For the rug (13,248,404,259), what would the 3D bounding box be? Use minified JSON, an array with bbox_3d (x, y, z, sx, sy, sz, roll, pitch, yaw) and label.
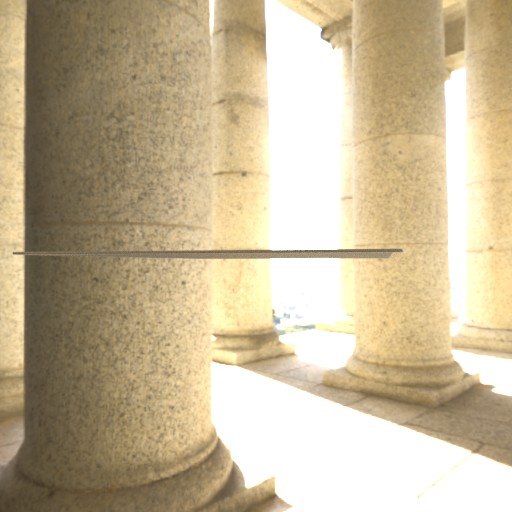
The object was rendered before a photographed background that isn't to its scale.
[{"bbox_3d":[0.000,0.000,3.983,2.407,0.020,3.051,0,-1,16],"label":"rug"}]
